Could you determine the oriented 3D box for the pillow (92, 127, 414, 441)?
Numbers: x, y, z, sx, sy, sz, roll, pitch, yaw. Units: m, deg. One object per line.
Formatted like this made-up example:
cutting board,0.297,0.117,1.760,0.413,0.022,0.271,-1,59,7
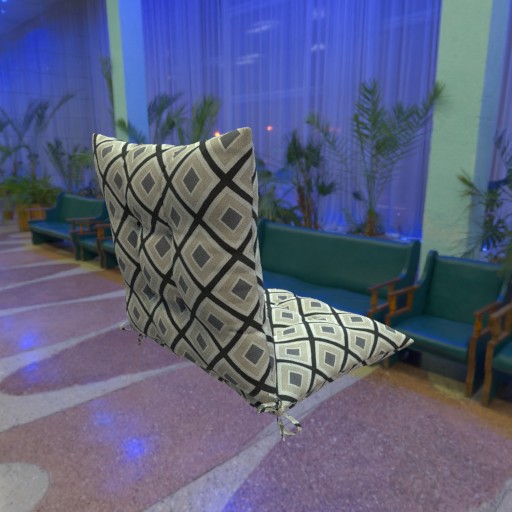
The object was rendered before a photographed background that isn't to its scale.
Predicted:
pillow,0.000,0.000,1.004,0.585,0.536,0.541,-12,18,-41
